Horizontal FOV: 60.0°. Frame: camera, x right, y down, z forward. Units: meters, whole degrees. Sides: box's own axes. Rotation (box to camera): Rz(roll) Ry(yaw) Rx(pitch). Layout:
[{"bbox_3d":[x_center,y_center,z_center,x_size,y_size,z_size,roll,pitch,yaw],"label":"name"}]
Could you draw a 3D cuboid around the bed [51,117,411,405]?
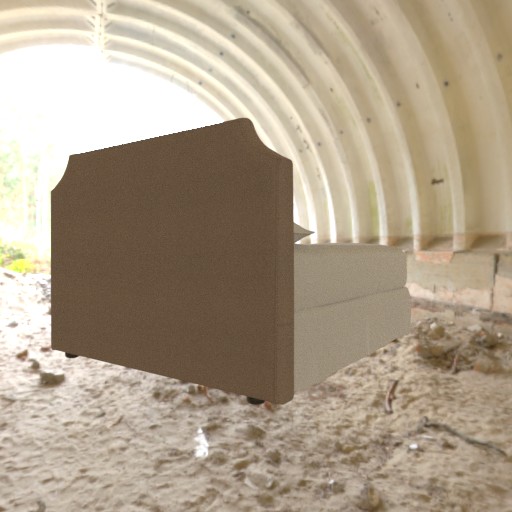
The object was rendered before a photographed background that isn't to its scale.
[{"bbox_3d":[0.000,0.000,3.263,1.828,1.303,2.164,1,1,36],"label":"bed"}]
